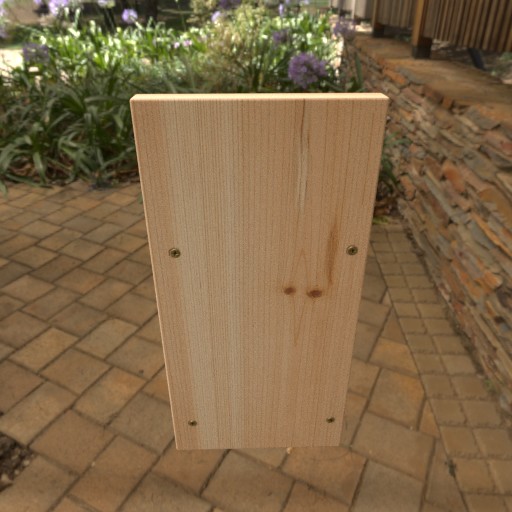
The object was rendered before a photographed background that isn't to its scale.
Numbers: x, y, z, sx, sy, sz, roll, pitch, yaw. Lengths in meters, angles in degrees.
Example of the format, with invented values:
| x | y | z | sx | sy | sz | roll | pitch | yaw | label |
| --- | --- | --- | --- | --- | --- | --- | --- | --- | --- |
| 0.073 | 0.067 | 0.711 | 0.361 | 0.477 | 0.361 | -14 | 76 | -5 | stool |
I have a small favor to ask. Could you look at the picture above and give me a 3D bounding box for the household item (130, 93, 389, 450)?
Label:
| x | y | z | sx | sy | sz | roll | pitch | yaw | label |
| --- | --- | --- | --- | --- | --- | --- | --- | --- | --- |
| 0.000 | 0.000 | 0.396 | 0.149 | 0.300 | 0.171 | -1 | 30 | -1 | household item |
